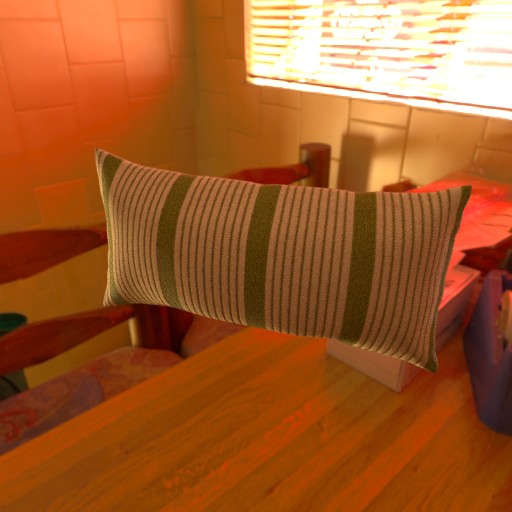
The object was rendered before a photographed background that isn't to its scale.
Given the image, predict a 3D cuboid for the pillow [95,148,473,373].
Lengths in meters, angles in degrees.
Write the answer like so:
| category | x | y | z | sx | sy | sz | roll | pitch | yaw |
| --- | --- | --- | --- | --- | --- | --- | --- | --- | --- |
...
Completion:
| category | x | y | z | sx | sy | sz | roll | pitch | yaw |
| --- | --- | --- | --- | --- | --- | --- | --- | --- | --- |
| pillow | 0.000 | 0.000 | 0.726 | 0.608 | 0.292 | 0.156 | 9 | 29 | 16 |
